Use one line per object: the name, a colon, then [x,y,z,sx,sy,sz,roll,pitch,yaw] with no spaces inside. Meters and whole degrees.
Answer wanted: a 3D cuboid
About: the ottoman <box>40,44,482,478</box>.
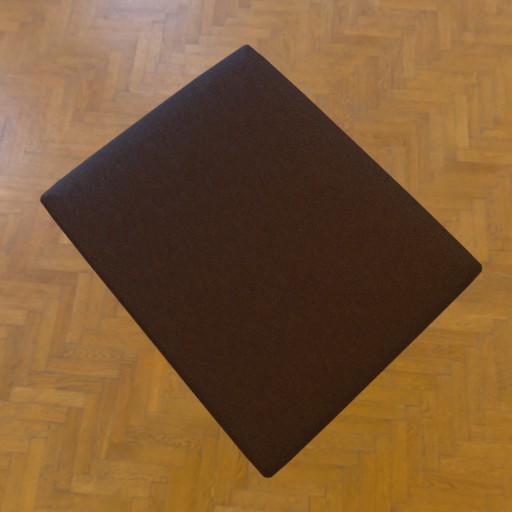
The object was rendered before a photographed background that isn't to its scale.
ottoman: [0.000,0.000,1.759,0.967,0.730,1.187,-40,78,-10]
